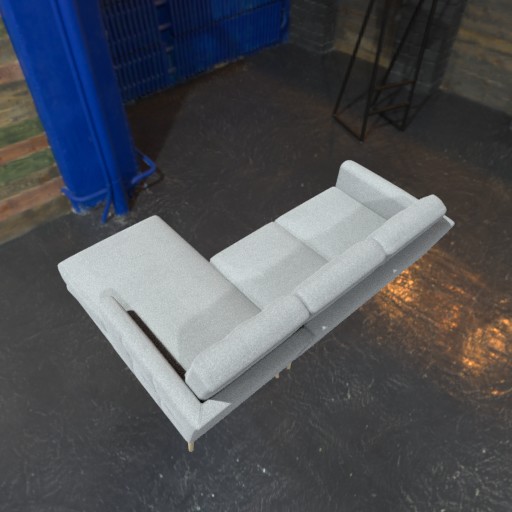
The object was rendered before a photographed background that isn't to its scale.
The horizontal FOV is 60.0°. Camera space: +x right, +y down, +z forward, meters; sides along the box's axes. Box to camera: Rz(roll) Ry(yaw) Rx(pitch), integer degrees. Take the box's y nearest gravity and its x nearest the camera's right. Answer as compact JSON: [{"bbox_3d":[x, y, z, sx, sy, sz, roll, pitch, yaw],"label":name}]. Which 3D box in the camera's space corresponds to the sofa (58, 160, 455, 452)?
[{"bbox_3d":[0.000,0.000,2.861,2.040,0.860,1.530,-32,54,-27],"label":"sofa"}]
